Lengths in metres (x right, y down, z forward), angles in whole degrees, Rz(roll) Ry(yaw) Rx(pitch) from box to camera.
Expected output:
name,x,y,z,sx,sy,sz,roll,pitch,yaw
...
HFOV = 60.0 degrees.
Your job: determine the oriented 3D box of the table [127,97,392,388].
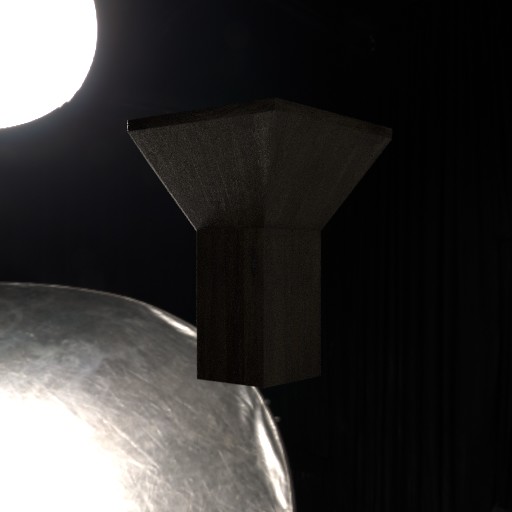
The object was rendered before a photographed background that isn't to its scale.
name,x,y,z,sx,sy,sz,roll,pitch,yaw
table,0.000,0.000,1.156,0.683,0.586,0.592,0,0,-36
